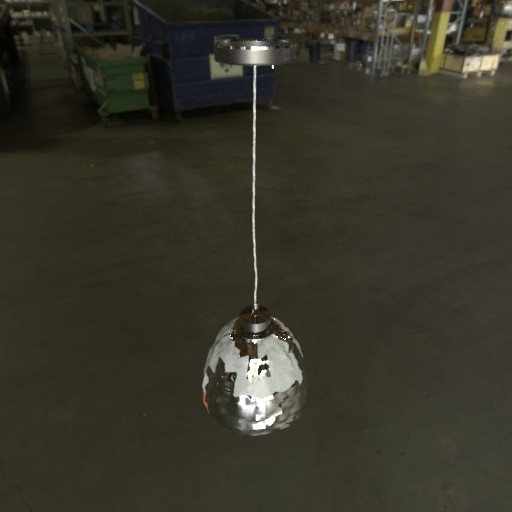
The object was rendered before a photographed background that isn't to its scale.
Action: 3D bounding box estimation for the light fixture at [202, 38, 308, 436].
[{"bbox_3d":[0.000,0.000,1.734,0.500,1.511,0.496,-21,37,-31],"label":"light fixture"}]
